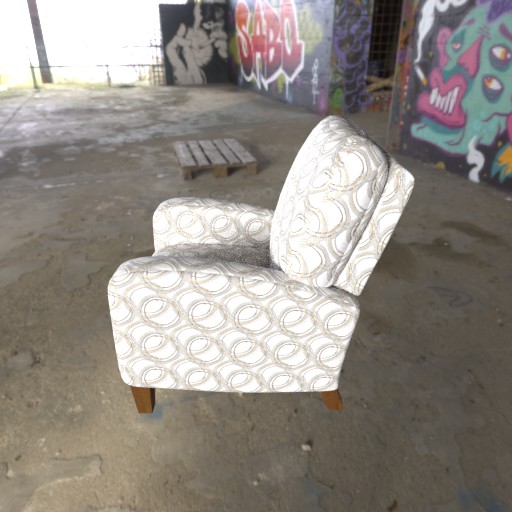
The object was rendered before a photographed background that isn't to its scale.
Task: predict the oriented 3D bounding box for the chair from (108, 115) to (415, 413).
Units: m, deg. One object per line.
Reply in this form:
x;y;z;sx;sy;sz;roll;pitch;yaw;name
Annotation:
0.000;0.000;1.838;0.995;1.065;0.796;1;26;1;chair
